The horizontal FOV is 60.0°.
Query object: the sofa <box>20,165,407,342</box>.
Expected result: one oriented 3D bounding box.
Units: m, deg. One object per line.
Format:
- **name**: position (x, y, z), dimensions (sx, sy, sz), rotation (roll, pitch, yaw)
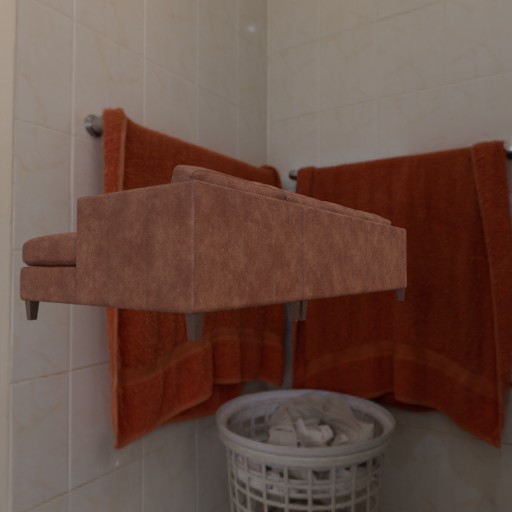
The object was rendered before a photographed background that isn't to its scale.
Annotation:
- **sofa**: position (0.000, 0.000, 3.764), dimensions (1.581, 0.883, 3.203), rotation (-1, -2, 35)
